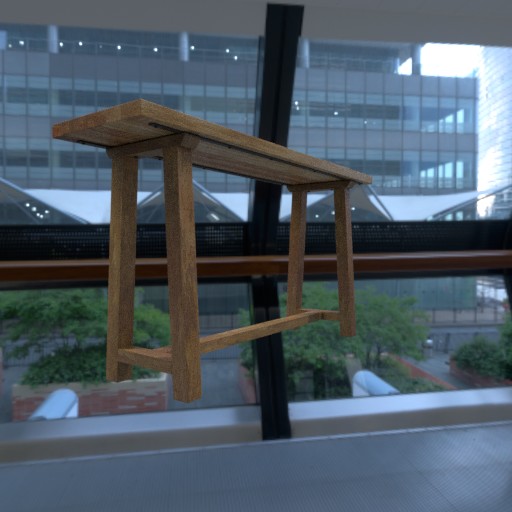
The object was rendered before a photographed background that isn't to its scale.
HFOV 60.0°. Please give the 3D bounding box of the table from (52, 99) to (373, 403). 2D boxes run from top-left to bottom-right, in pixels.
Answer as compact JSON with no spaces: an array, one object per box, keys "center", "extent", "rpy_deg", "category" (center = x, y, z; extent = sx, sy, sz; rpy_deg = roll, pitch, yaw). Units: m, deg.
[{"center":[0.000,0.000,1.837],"extent":[0.405,0.810,1.524],"rpy_deg":[1,2,36],"category":"table"}]
